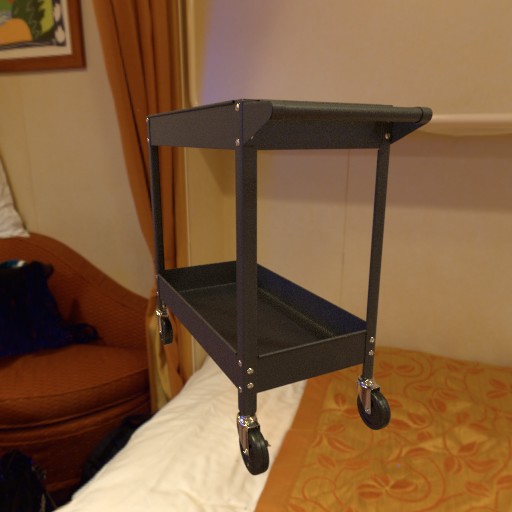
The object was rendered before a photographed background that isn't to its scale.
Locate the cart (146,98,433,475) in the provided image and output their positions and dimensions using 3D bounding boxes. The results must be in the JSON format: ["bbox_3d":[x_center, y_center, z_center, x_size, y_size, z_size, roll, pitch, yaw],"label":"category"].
[{"bbox_3d":[0.000,0.000,1.151,0.366,0.719,0.779,-7,17,-26],"label":"cart"}]
